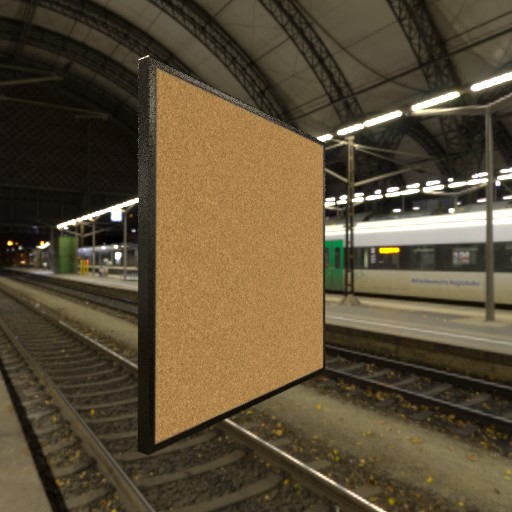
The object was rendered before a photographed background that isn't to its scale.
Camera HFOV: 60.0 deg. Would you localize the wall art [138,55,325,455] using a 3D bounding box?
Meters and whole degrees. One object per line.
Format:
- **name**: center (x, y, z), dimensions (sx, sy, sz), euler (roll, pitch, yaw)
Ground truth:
- **wall art**: center (0.000, 0.000, 0.534), dimensions (0.014, 0.349, 0.349), euler (0, -1, 35)
